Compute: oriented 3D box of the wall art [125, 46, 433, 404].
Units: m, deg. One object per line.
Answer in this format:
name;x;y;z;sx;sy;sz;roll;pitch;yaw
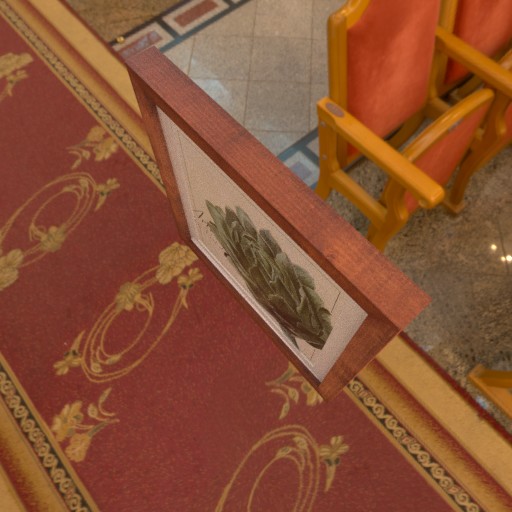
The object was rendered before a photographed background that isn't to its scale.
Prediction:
wall art;0.000;0.000;0.583;0.038;0.385;0.386;-37;69;-17
